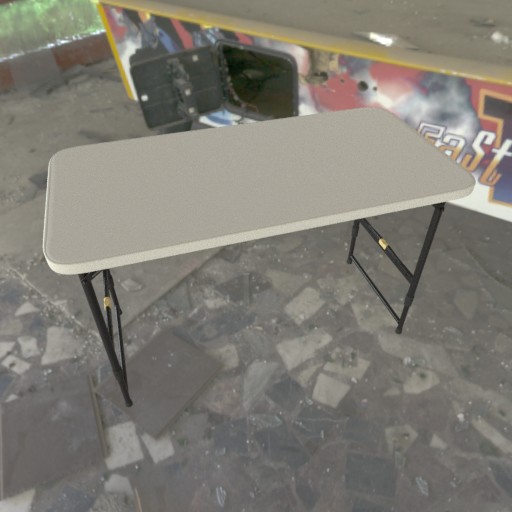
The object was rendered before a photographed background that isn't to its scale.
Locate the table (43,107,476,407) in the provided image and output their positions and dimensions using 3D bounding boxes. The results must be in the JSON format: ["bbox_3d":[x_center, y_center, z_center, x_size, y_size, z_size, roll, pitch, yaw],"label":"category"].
[{"bbox_3d":[0.000,0.000,1.606,1.219,0.737,0.610,-12,43,-13],"label":"table"}]
